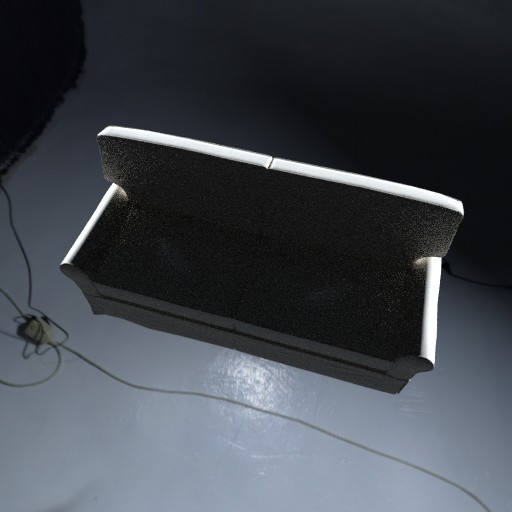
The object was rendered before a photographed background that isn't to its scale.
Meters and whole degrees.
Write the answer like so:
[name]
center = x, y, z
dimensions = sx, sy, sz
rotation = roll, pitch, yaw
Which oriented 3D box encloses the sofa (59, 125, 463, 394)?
[sofa]
center = 0.000, 0.000, 2.510
dimensions = 2.021, 0.937, 0.862
rotation = 14, 59, 8
